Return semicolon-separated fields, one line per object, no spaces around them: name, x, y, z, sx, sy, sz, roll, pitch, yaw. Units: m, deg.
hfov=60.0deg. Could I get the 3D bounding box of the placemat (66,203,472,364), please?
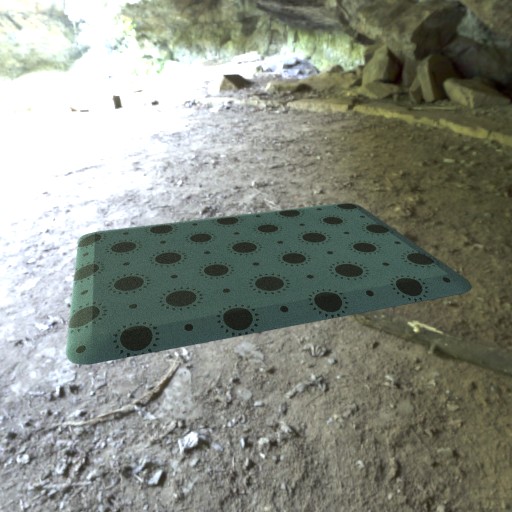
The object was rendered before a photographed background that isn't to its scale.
placemat;0.000;0.000;0.979;0.762;0.021;0.508;-8;28;-15
